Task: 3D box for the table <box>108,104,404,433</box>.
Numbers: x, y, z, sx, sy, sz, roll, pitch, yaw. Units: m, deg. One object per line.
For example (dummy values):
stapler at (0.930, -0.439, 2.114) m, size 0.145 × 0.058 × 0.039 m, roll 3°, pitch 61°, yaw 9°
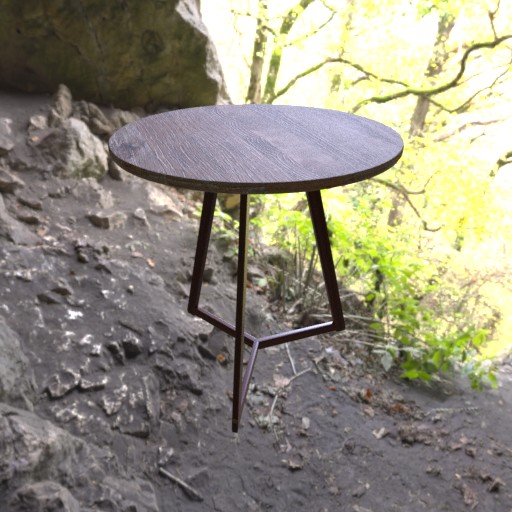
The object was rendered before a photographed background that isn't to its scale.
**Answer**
table at (0.000, 0.000, 0.902) m, size 0.500 × 0.500 × 0.500 m, roll 0°, pitch 30°, yaw 0°
